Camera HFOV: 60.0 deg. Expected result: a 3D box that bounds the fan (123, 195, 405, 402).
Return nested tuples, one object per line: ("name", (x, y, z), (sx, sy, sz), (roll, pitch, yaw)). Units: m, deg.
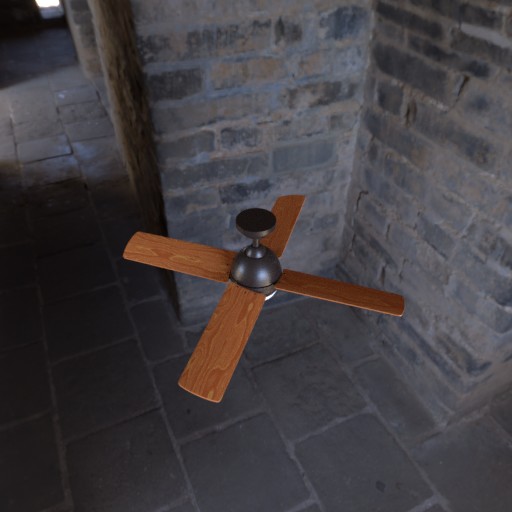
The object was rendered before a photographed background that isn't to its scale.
("fan", (0.000, 0.000, 1.977), (1.332, 0.403, 1.332), (12, 43, 14))
